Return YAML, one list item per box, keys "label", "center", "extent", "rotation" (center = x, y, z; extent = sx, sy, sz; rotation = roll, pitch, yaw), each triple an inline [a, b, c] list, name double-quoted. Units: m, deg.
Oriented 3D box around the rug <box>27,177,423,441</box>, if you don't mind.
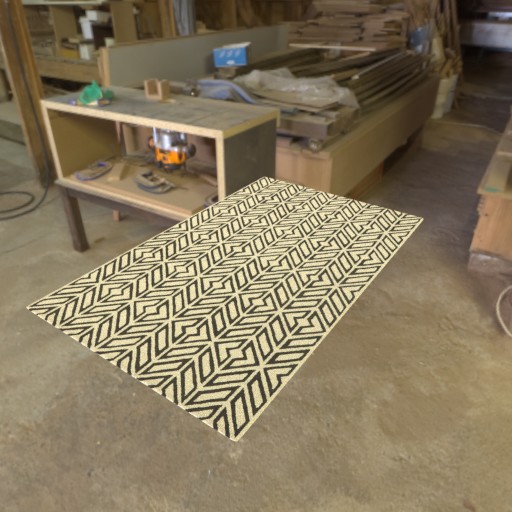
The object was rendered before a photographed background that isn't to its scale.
- label: "rug"
  center: [0.000, 0.000, 3.016]
  extent: [1.523, 0.008, 2.438]
  rotation: [20, 37, 29]
